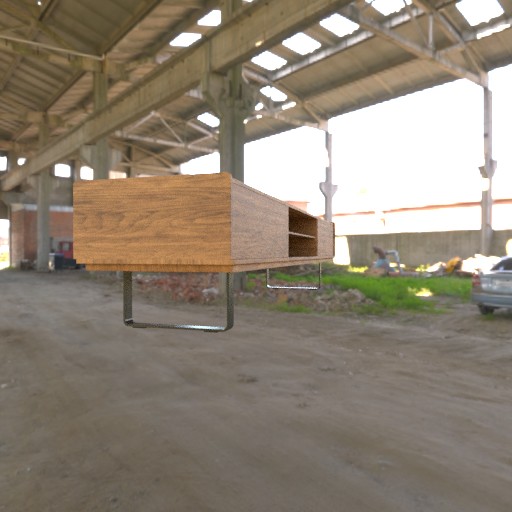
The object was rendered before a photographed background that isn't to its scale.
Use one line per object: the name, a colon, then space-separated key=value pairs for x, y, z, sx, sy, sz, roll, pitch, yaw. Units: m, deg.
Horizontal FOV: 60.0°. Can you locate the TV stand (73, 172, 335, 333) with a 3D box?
TV stand: x=0.000 y=0.000 z=1.987 sx=0.467 sy=0.415 sz=1.796 roll=0 pitch=0 yaw=18
